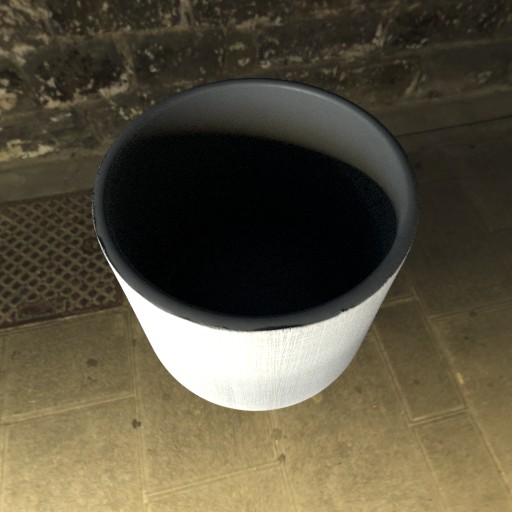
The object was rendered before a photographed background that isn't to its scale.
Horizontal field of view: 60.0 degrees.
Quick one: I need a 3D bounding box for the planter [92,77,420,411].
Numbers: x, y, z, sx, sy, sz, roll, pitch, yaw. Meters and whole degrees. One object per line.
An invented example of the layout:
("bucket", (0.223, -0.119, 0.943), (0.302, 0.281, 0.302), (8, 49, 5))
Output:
("planter", (0.000, 0.000, 0.388), (0.226, 0.201, 0.226), (0, 58, 0))
